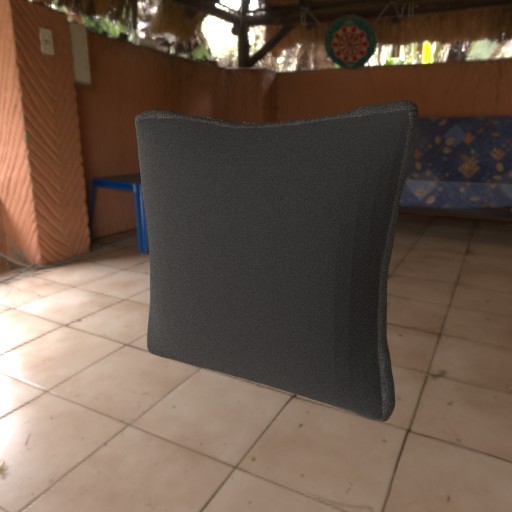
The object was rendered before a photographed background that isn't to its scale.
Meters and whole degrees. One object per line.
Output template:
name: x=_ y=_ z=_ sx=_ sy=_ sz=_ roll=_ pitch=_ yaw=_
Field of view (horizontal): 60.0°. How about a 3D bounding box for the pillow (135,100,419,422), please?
pillow: x=0.000 y=0.000 z=0.807 sx=0.533 sy=0.523 sz=0.210 roll=8 pitch=18 yaw=26
